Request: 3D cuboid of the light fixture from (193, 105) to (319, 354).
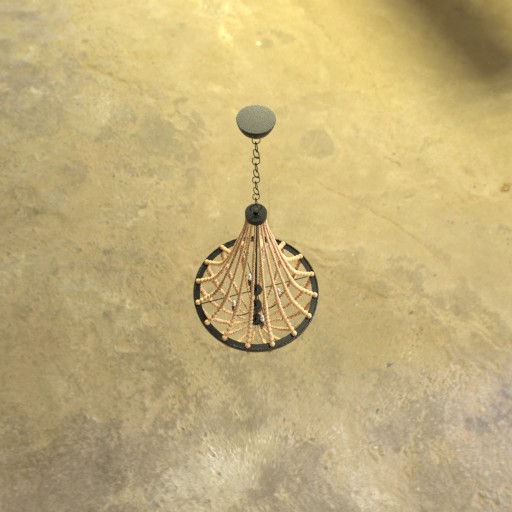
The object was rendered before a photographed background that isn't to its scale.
[{"bbox_3d":[0.000,0.000,1.372,0.450,1.133,0.450,0,61,0],"label":"light fixture"}]
